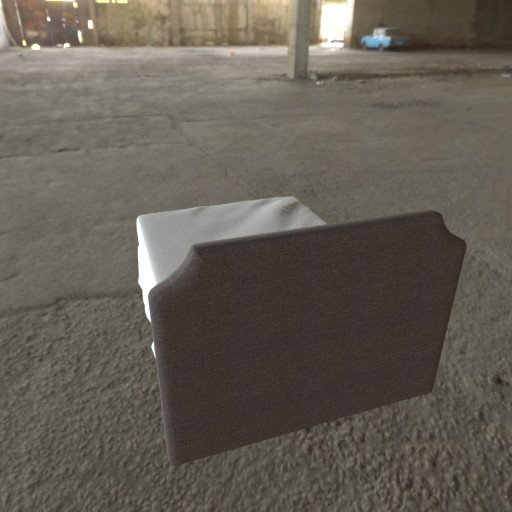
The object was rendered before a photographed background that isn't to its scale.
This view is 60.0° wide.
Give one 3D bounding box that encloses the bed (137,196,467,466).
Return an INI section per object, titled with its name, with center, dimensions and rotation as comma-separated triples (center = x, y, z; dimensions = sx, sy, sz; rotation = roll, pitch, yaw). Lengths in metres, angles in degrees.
[bed]
center = 0.000, 0.000, 3.203
dimensions = 1.693, 1.290, 2.116
rotation = -9, 29, -17
